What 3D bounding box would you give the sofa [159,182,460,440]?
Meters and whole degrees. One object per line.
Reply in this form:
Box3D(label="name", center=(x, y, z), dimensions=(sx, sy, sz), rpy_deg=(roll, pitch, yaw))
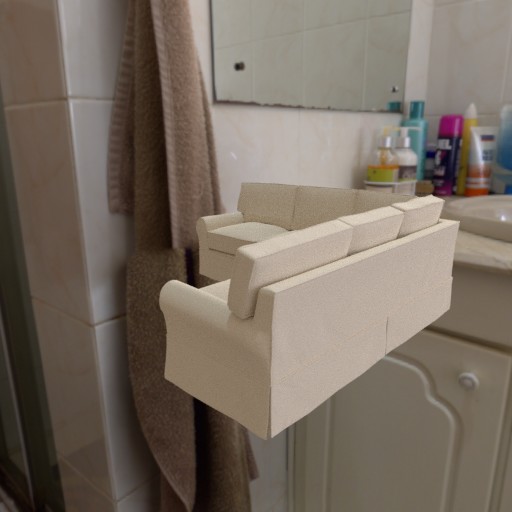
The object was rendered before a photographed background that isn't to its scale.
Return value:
Box3D(label="sofa", center=(0.000, 0.000, 3.961), dimensions=(2.591, 1.070, 2.597), rpy_deg=(14, 21, 41))
